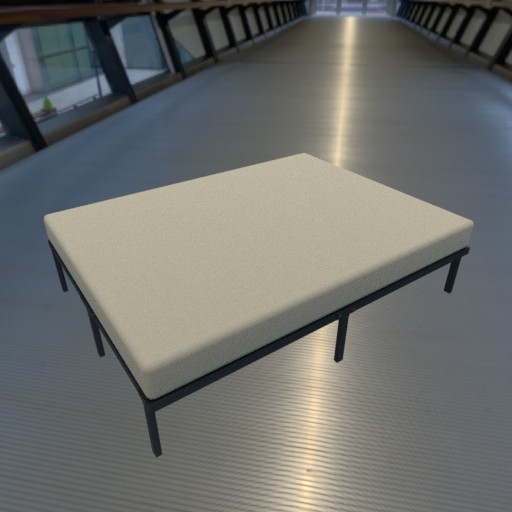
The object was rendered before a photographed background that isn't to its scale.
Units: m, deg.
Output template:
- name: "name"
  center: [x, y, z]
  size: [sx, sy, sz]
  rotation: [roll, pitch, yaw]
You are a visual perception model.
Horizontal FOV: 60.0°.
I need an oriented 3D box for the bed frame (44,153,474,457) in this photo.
- name: "bed frame"
  center: [0.000, 0.000, 3.503]
  size: [2.635, 0.680, 1.990]
  rotation: [-20, 37, -29]
